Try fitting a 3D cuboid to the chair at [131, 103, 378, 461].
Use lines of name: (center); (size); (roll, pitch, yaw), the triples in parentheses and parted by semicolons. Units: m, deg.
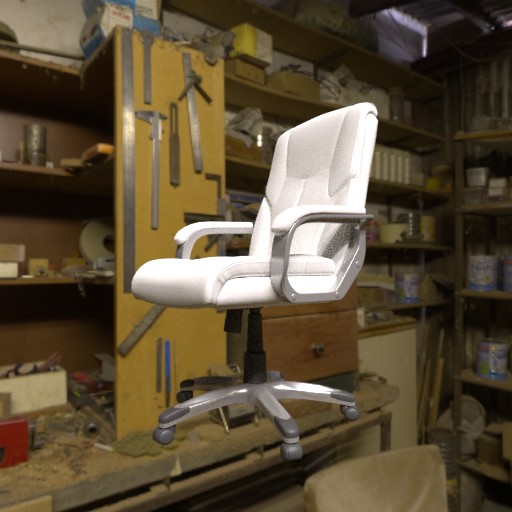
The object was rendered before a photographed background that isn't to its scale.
chair: (0.000, 0.000, 1.531); (0.738, 1.120, 0.687); (1, -2, -37)
